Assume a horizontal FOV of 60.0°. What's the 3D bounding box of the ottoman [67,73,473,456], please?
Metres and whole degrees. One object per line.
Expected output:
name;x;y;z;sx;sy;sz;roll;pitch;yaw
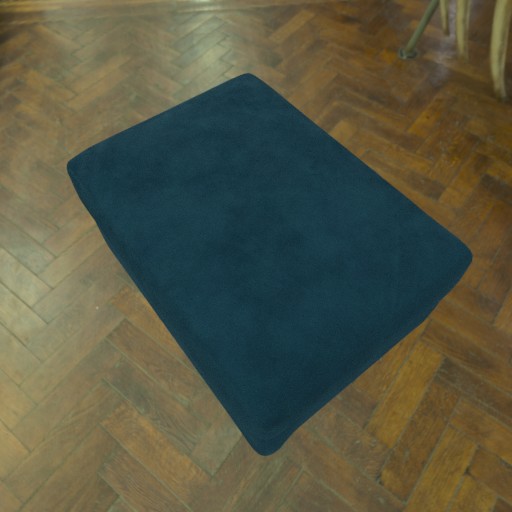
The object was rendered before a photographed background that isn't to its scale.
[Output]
ottoman;0.000;0.000;1.127;0.572;0.503;0.773;-33;63;-19
